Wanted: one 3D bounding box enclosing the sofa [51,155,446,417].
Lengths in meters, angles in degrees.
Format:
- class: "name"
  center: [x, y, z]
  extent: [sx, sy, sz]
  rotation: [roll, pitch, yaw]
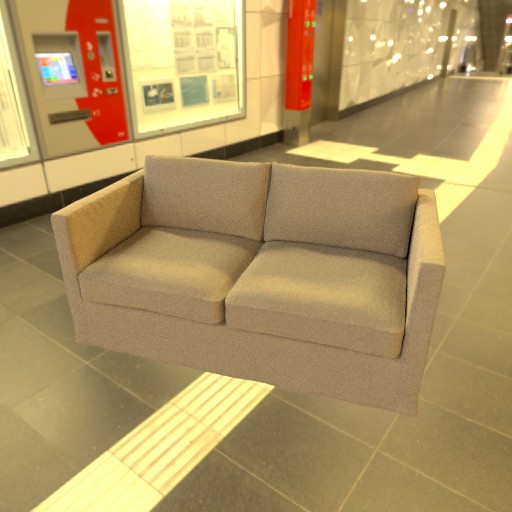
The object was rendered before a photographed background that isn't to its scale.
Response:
- class: "sofa"
  center: [0.000, 0.000, 2.288]
  extent: [1.719, 0.835, 0.962]
  rotation: [8, 28, 16]
